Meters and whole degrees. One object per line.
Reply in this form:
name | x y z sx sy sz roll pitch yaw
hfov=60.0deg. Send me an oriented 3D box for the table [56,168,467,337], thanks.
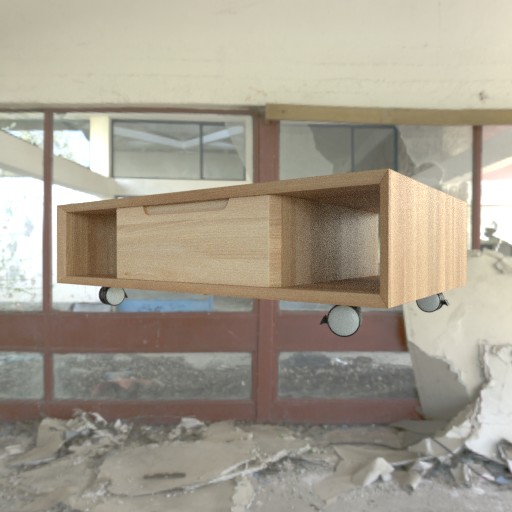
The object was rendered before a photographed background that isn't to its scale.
table | 0.000 0.000 1.408 1.100 0.330 0.700 0 1 36
